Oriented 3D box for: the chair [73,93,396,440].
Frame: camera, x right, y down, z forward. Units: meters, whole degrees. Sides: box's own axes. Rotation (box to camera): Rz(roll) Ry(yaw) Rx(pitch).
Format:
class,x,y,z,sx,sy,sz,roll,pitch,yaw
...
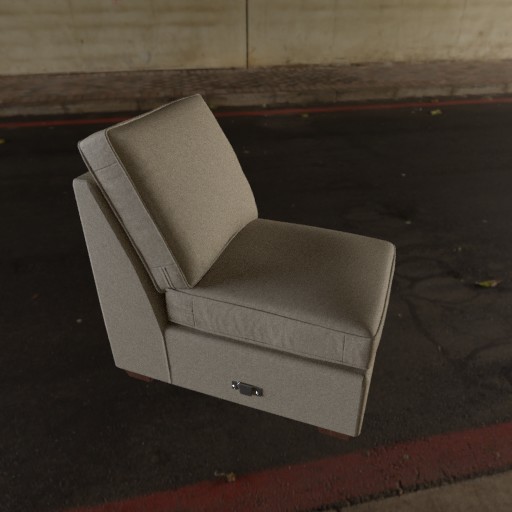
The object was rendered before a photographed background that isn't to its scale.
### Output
class,x,y,z,sx,sy,sz,roll,pitch,yaw
chair,0.000,0.000,1.708,1.020,1.058,0.674,11,33,17
